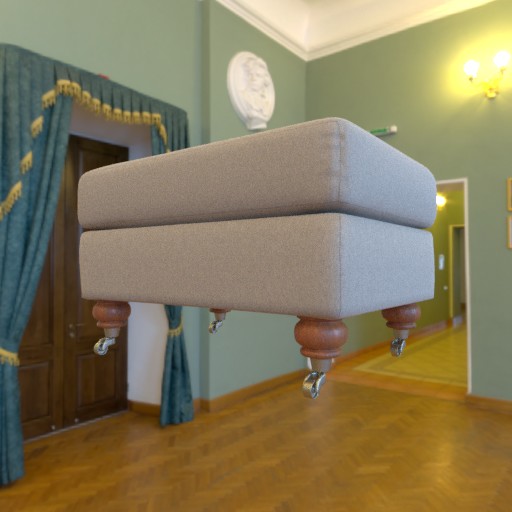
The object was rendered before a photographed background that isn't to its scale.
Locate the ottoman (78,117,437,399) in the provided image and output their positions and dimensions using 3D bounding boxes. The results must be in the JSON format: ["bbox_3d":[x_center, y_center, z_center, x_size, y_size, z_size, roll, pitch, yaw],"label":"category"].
[{"bbox_3d":[0.000,0.000,1.131,0.773,0.497,0.574,-1,-1,37],"label":"ottoman"}]
